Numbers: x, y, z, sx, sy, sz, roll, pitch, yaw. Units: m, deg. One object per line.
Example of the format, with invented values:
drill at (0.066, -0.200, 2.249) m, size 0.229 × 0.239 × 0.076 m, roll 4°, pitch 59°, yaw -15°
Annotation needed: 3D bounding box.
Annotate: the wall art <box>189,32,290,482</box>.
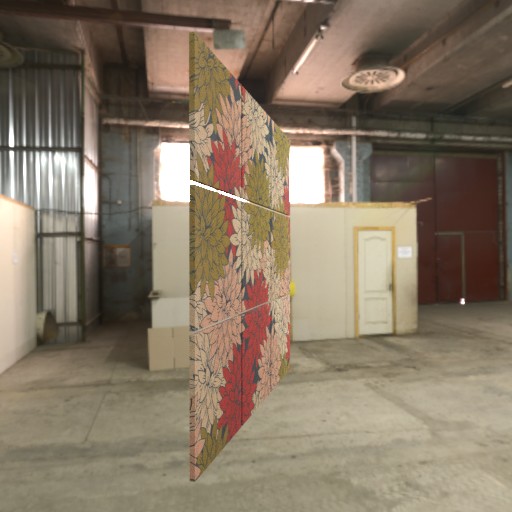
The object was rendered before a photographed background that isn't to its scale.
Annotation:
wall art at (0.000, 0.000, 1.333) m, size 0.013 × 0.913 × 0.904 m, roll 0°, pitch 1°, yaw 17°
